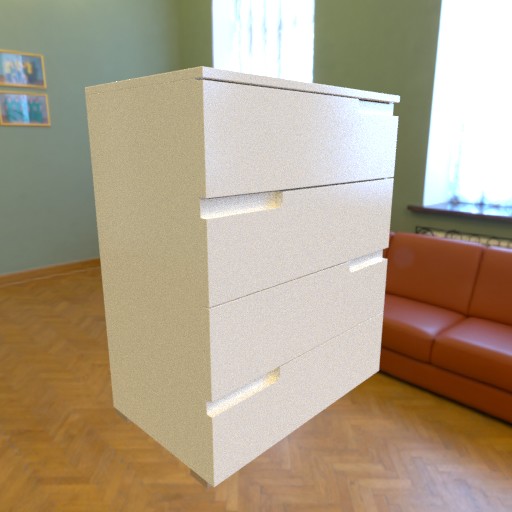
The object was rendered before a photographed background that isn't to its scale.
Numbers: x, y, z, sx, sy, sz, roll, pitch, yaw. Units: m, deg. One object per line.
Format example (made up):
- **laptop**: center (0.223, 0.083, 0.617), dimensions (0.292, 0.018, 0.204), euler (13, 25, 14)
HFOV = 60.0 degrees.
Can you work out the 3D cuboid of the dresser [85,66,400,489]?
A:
- **dresser**: center (0.000, 0.000, 1.147), dimensions (0.400, 0.800, 0.650), euler (14, 20, 42)
